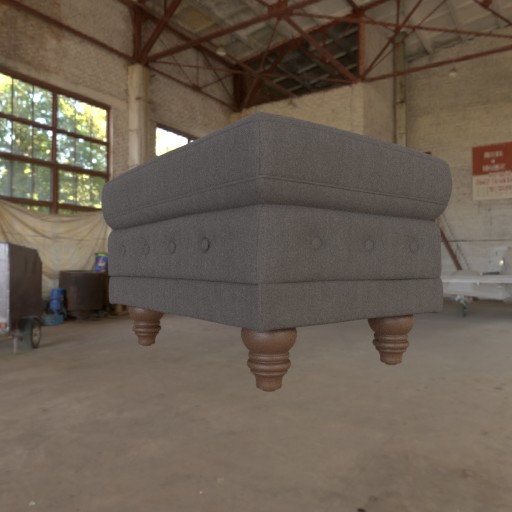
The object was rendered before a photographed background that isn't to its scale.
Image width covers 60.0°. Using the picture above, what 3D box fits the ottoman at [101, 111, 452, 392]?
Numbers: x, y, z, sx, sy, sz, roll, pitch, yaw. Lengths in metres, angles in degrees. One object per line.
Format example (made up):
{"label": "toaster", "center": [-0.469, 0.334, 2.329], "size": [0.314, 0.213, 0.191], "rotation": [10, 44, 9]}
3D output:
{"label": "ottoman", "center": [0.000, 0.000, 1.140], "size": [0.569, 0.500, 0.771], "rotation": [1, -2, -36]}
